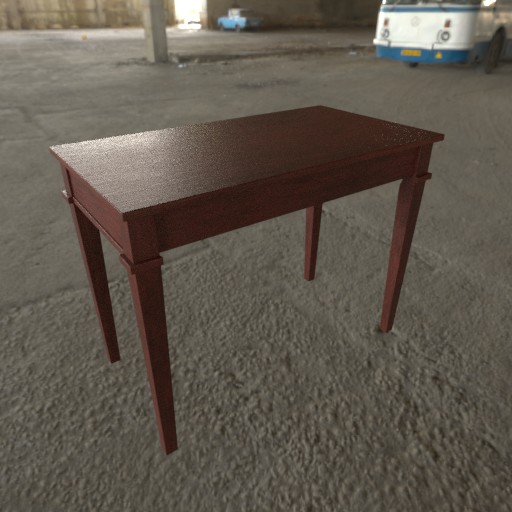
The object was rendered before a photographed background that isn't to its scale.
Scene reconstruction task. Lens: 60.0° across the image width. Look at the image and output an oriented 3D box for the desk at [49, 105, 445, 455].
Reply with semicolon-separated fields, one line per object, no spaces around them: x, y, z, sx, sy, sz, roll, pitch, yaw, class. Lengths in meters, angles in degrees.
0.000;0.000;1.457;1.001;0.762;0.549;-19;35;-30;desk
